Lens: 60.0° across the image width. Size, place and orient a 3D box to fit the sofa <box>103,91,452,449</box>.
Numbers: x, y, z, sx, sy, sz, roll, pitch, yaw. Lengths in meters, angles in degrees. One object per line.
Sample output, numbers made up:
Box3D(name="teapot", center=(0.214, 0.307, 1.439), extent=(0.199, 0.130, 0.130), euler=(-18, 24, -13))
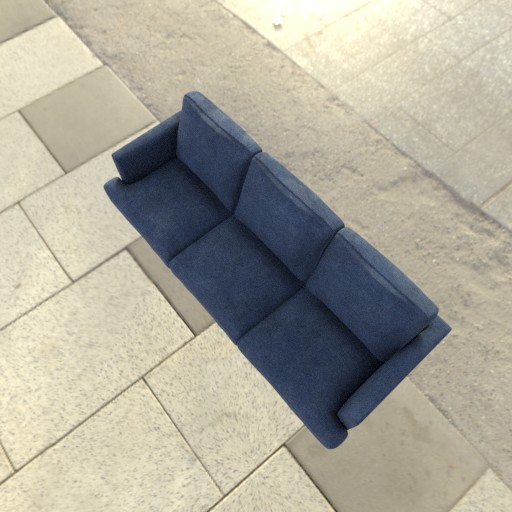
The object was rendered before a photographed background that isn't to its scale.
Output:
Box3D(name="sofa", center=(0.000, 0.000, 2.805), extent=(0.903, 0.930, 2.246), euler=(-38, 70, -17))
